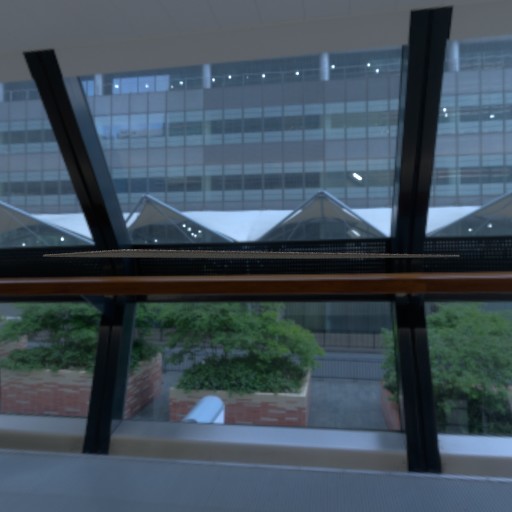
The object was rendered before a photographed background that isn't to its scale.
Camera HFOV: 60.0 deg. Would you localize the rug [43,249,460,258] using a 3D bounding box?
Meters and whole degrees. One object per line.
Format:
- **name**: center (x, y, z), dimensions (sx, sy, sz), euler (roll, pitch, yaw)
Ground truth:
- **rug**: center (0.000, 0.000, 2.268), dimensions (1.783, 0.008, 1.175), euler (1, -1, -36)
